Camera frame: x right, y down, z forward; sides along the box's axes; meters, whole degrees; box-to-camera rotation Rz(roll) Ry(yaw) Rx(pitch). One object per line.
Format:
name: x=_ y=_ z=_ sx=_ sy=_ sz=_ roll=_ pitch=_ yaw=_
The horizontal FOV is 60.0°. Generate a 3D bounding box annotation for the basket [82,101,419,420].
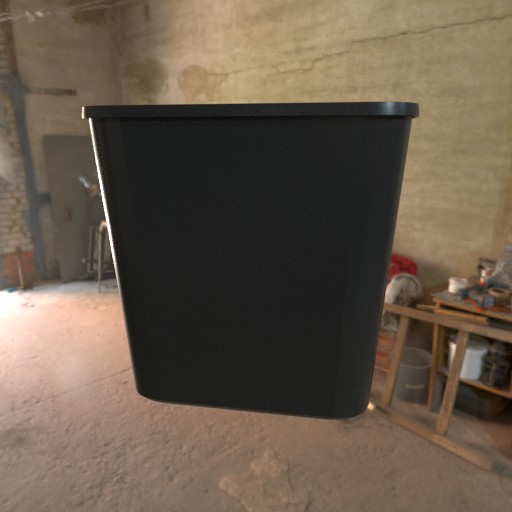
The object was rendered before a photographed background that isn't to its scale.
basket: x=0.000 y=0.000 z=0.494 sx=0.300 sy=0.307 sz=0.211 roll=2 pitch=15 yaw=9
